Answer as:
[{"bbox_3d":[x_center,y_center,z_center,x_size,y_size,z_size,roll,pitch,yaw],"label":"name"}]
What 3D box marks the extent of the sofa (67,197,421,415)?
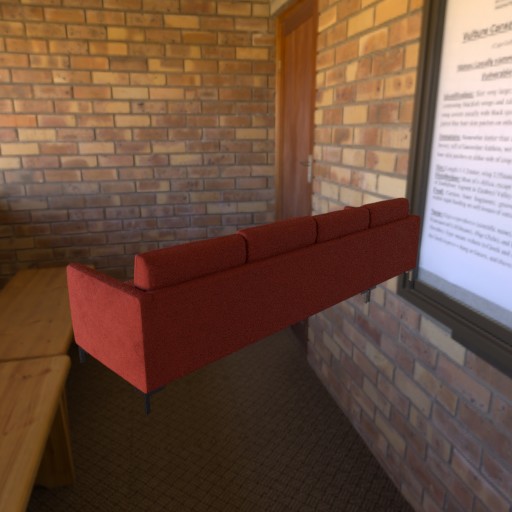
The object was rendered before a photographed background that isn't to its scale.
[{"bbox_3d":[0.000,0.000,2.933,1.136,0.663,2.467,15,21,42],"label":"sofa"}]
